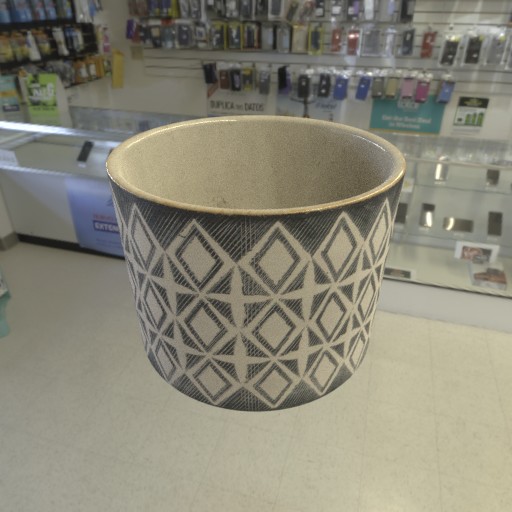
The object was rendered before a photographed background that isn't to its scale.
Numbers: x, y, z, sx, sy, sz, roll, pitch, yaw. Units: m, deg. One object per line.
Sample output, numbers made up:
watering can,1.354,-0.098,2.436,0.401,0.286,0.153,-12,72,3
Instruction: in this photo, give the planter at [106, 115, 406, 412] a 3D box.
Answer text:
planter,0.000,0.000,0.338,0.192,0.165,0.192,0,31,0
